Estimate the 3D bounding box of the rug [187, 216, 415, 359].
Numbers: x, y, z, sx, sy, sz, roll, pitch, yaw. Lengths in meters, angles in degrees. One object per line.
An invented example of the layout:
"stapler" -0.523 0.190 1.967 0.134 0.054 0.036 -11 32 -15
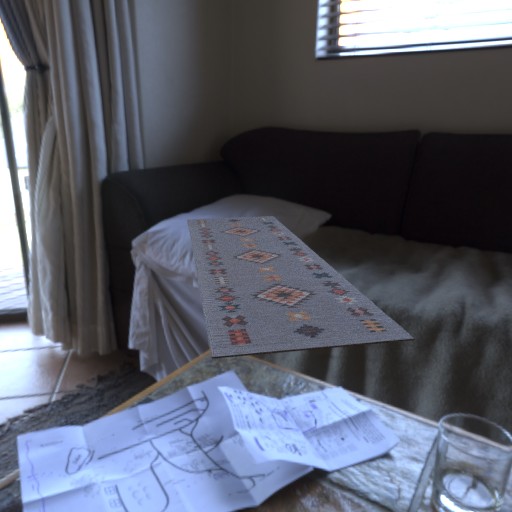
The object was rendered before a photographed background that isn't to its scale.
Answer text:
"rug" 0.000 0.000 2.745 0.766 0.008 2.432 -3 16 -10
